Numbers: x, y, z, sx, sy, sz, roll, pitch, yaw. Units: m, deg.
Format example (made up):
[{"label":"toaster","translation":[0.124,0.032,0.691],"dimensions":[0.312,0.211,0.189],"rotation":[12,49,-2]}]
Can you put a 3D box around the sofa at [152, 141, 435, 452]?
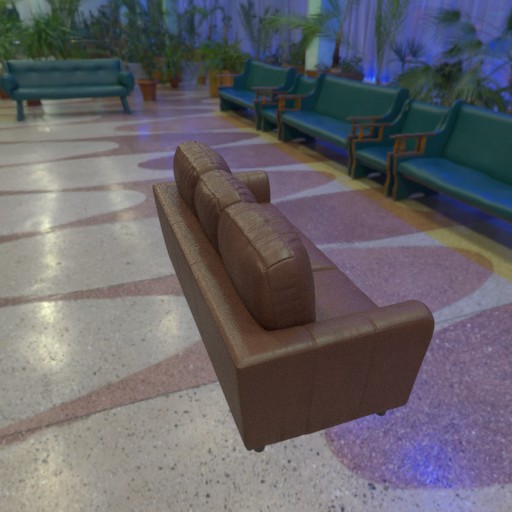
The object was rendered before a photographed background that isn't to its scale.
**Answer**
[{"label":"sofa","translation":[0.000,0.000,2.366],"dimensions":[0.802,0.915,1.862],"rotation":[-10,30,-17]}]
